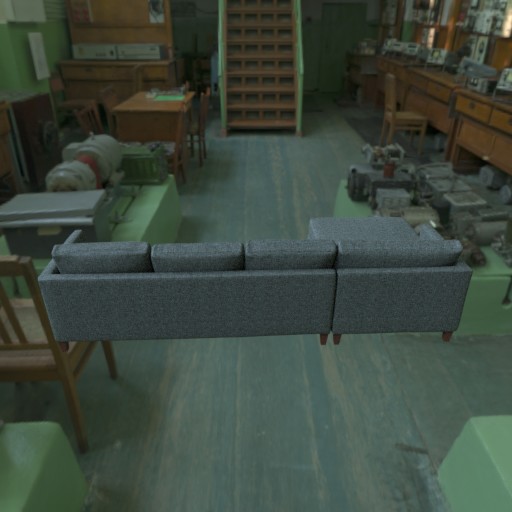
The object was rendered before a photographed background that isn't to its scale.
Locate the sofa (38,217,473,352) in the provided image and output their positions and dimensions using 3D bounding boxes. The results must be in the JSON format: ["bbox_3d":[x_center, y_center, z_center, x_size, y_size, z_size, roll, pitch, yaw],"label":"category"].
[{"bbox_3d":[0.000,0.000,4.308,3.485,0.960,1.635,-1,29,-2],"label":"sofa"}]
